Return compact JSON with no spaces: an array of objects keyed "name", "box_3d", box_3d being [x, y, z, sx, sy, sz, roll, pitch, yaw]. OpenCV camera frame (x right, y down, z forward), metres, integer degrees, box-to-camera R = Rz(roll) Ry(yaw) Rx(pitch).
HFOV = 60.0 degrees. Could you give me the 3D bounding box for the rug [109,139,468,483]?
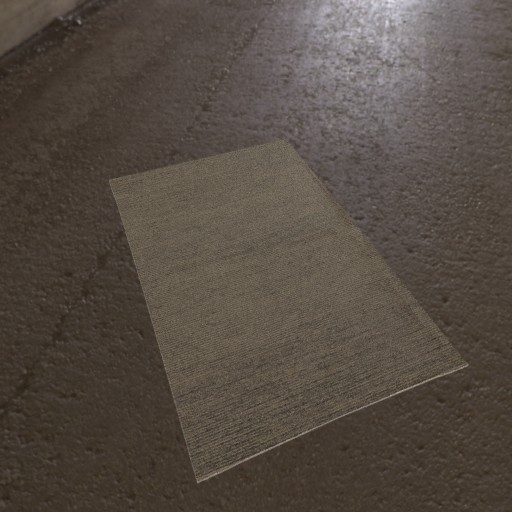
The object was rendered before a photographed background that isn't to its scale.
[{"name":"rug","box_3d":[0.000,0.000,2.194,1.149,0.021,1.773,-17,50,-15]}]
